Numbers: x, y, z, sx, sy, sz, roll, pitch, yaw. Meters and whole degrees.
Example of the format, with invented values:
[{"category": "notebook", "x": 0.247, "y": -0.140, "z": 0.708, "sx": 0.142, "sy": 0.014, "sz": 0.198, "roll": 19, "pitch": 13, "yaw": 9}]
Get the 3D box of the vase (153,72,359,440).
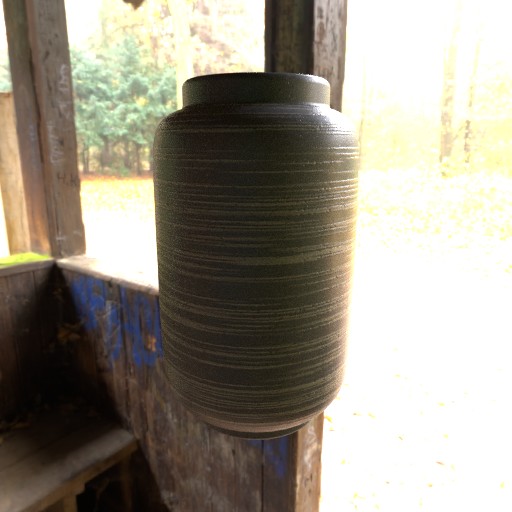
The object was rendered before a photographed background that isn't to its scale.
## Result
[{"category": "vase", "x": 0.000, "y": 0.000, "z": 0.679, "sx": 0.297, "sy": 0.499, "sz": 0.297, "roll": 0, "pitch": 14, "yaw": 0}]
